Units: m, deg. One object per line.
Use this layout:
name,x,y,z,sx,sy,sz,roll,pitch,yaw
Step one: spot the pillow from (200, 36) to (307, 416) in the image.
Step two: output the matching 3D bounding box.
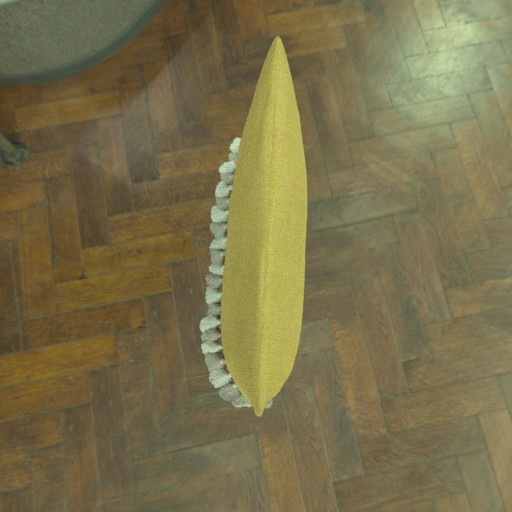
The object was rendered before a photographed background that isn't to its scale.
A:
pillow,0.000,0.000,0.745,0.167,0.481,0.485,3,76,1
